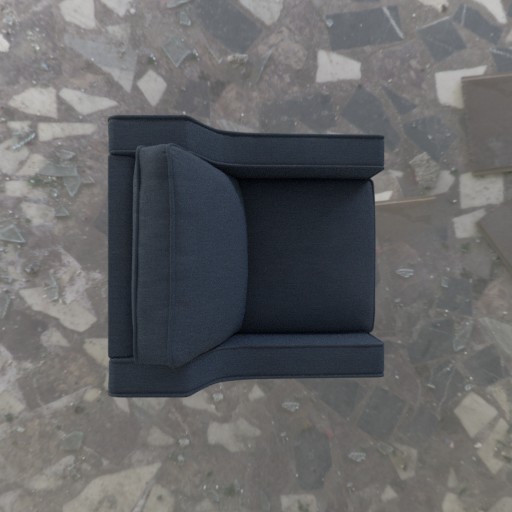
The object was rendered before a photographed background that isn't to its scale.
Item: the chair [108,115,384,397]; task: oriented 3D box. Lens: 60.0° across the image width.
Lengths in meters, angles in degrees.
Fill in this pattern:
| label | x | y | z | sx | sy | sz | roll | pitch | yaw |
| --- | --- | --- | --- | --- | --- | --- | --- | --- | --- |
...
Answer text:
| label | x | y | z | sx | sy | sz | roll | pitch | yaw |
| --- | --- | --- | --- | --- | --- | --- | --- | --- | --- |
| chair | 0.000 | 0.000 | 1.659 | 0.909 | 0.960 | 0.831 | 0 | 90 | -2 |
